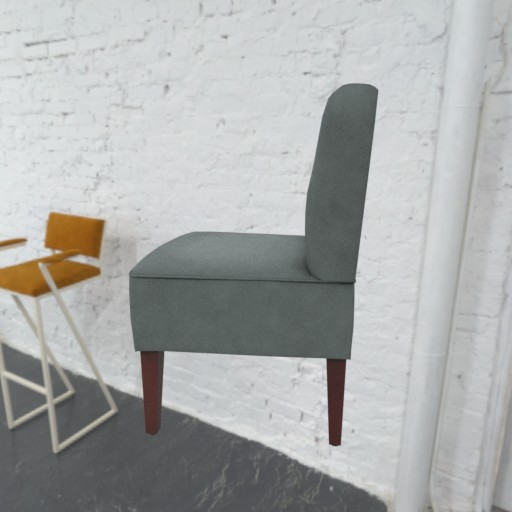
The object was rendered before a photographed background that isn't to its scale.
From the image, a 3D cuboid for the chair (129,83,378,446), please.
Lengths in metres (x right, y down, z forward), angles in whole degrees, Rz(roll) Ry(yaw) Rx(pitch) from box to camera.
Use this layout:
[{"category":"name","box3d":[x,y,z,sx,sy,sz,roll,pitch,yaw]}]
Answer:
[{"category":"chair","box3d":[0.000,0.000,1.172,0.554,0.806,0.521,2,14,9]}]
